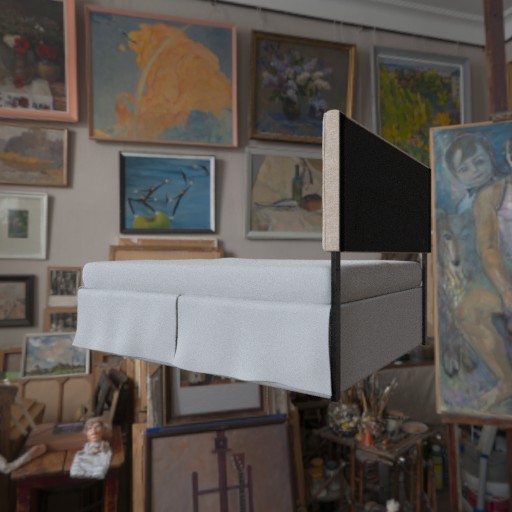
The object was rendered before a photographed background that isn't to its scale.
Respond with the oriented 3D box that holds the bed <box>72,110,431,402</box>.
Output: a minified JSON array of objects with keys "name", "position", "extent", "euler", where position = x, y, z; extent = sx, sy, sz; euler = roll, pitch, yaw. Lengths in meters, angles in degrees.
[{"name":"bed","position":[0.000,0.000,3.110],"extent":[1.978,1.270,1.643],"euler":[0,0,35]}]
